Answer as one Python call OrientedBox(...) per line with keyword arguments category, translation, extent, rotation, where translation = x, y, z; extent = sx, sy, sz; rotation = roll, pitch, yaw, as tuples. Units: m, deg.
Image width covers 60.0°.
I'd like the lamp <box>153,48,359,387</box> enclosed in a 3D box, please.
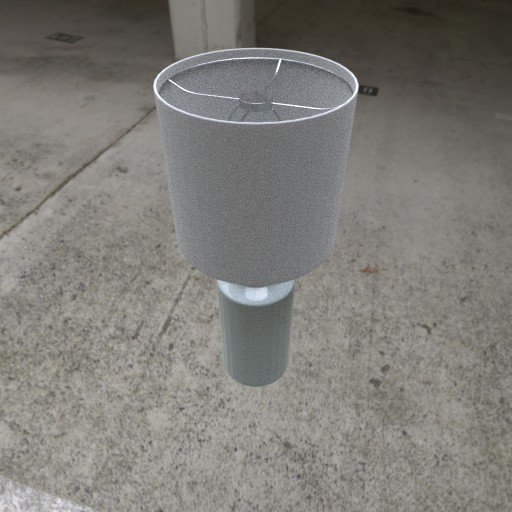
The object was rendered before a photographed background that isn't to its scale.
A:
OrientedBox(category="lamp", translation=(0.000, 0.000, 0.626), extent=(0.212, 0.493, 0.212), rotation=(12, 43, 13))
